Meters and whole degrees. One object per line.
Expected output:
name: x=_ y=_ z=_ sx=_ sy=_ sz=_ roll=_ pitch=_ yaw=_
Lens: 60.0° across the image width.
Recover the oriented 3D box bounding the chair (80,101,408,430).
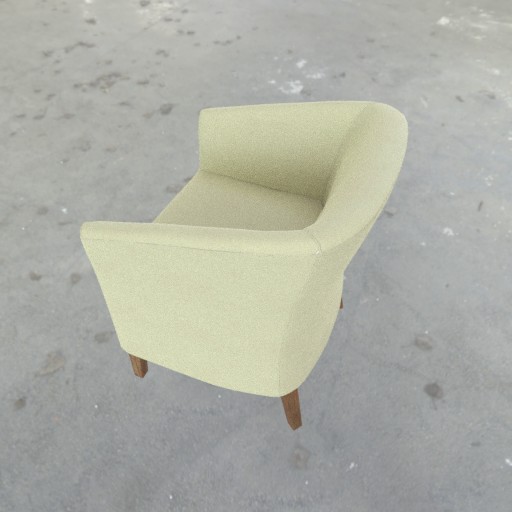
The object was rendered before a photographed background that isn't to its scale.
chair: x=0.000 y=0.000 z=1.291 sx=0.657 sy=0.822 sz=0.643 roll=16 pitch=48 yaw=16
